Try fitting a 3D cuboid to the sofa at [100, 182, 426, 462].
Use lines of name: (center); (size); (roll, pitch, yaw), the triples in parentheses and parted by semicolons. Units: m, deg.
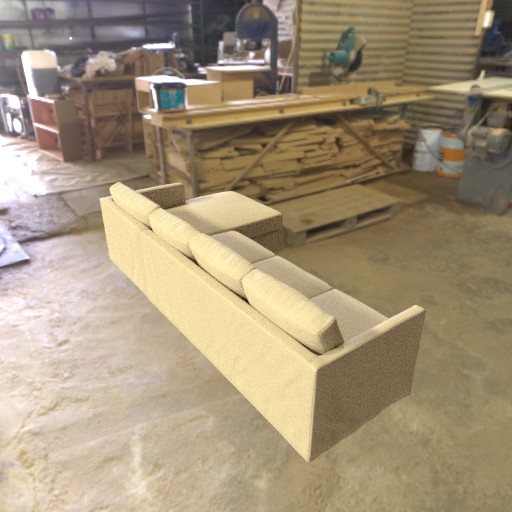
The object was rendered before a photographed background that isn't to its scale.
sofa: (0.000, 0.000, 3.885); (1.622, 0.871, 3.206); (-19, 32, -32)
